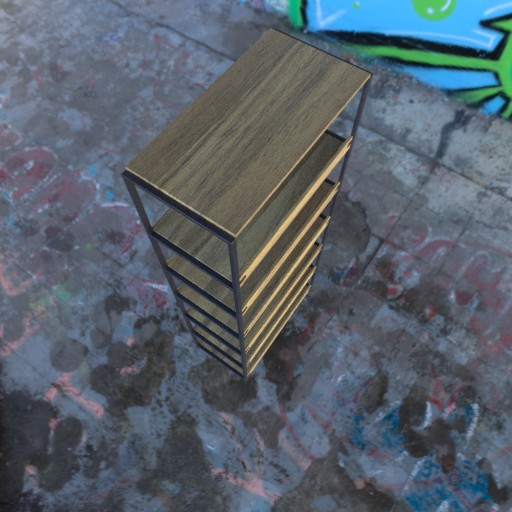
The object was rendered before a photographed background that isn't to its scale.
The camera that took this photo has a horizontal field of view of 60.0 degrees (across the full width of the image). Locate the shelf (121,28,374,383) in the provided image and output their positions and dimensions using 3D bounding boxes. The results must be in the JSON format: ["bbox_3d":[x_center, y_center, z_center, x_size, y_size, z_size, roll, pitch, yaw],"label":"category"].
[{"bbox_3d":[0.000,0.000,2.362,0.431,2.015,0.847,32,67,15],"label":"shelf"}]
